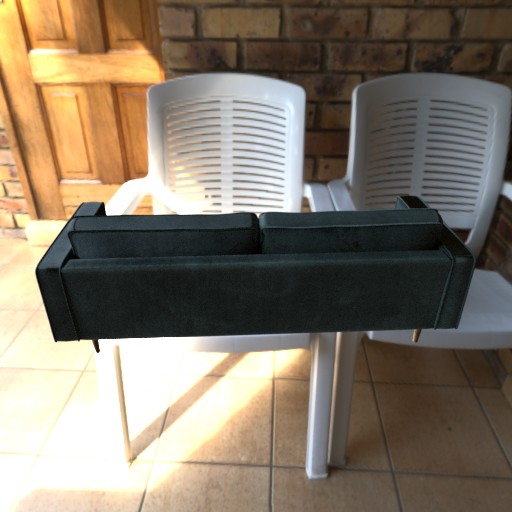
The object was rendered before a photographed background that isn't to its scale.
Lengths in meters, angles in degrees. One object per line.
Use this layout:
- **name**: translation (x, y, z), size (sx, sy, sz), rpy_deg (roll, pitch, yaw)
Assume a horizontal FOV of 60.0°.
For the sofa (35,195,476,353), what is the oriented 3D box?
- **sofa**: translation (0.000, 0.000, 2.632), size (2.214, 0.781, 0.886), rpy_deg (-1, 30, -2)
